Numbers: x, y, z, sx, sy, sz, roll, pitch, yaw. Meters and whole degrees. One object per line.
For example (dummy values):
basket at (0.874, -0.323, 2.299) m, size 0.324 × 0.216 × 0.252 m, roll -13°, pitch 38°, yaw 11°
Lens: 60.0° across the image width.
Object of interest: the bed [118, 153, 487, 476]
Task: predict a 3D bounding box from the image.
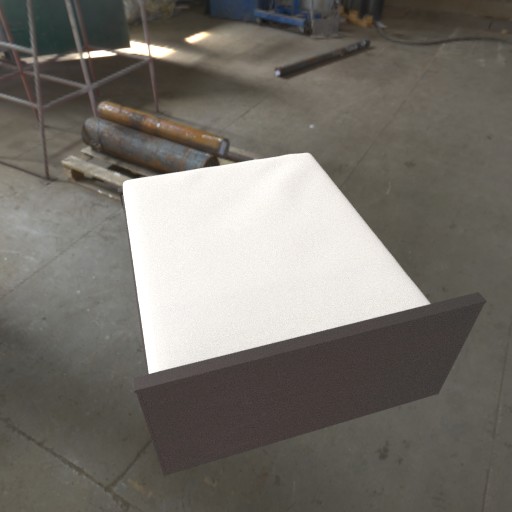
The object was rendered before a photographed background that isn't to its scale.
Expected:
bed at (0.000, 0.000, 2.929) m, size 1.634 × 0.808 × 2.103 m, roll -11°, pitch 43°, yaw -12°
